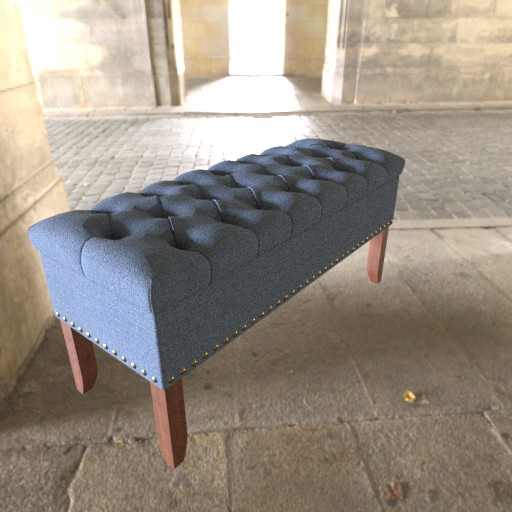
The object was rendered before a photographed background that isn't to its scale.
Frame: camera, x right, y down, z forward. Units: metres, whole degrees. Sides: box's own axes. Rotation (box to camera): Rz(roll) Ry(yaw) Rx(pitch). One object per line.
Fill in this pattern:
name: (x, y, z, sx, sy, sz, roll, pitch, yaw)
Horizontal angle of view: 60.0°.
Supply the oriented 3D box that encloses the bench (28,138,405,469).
bench: (0.000, 0.000, 1.282, 0.417, 0.492, 1.052, 20, 33, 34)
